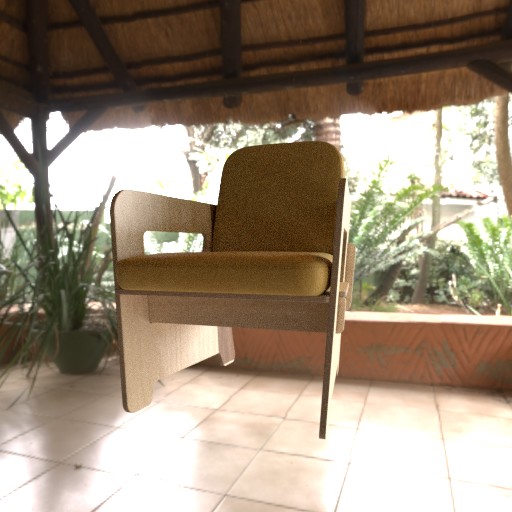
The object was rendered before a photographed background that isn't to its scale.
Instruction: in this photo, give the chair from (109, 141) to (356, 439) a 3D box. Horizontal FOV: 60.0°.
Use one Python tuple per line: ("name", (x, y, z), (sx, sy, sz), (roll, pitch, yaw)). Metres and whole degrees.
("chair", (0.000, 0.000, 1.311), (0.590, 0.800, 0.710), (0, 1, 18))
